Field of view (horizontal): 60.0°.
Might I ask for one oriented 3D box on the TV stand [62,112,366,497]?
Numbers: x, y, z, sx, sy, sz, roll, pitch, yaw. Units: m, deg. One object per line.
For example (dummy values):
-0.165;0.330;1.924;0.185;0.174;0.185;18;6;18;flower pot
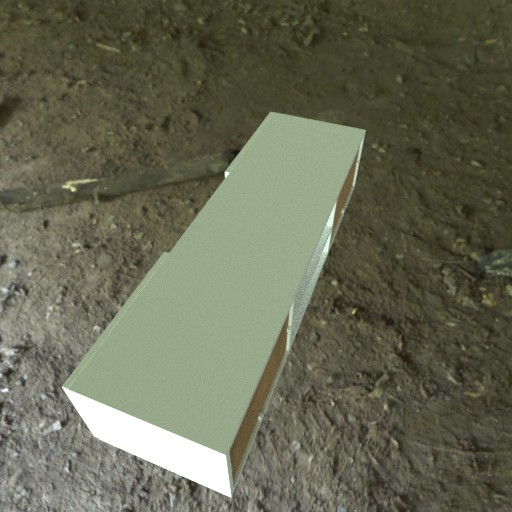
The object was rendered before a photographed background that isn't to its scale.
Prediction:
0.000;0.000;1.541;0.420;0.310;1.400;16;48;15;TV stand
